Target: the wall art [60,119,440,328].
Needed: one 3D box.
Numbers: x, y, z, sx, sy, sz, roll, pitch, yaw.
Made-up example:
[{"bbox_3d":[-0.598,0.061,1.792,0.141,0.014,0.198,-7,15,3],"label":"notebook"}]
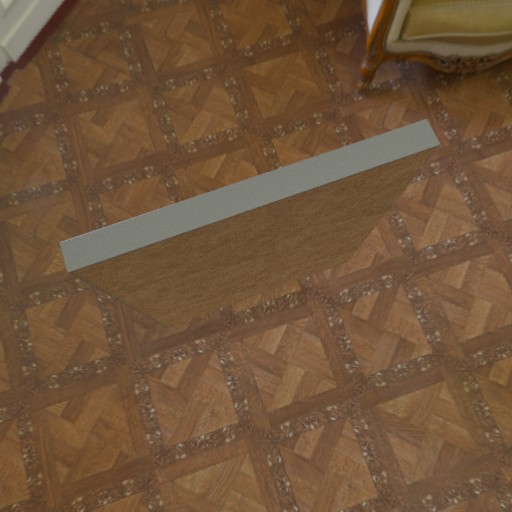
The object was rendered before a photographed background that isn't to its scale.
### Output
[{"bbox_3d":[0.000,0.000,0.777,0.453,0.554,0.037,-20,75,-5],"label":"wall art"}]
